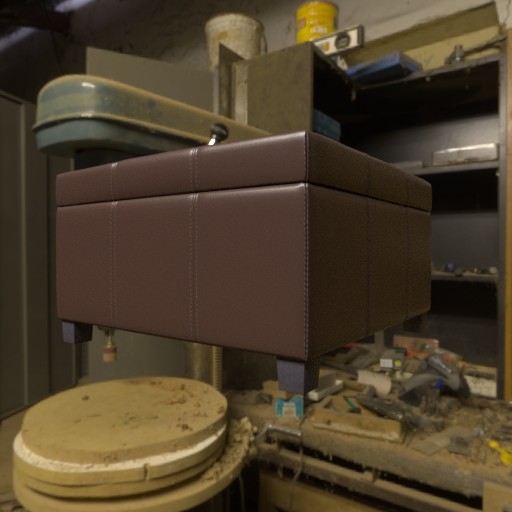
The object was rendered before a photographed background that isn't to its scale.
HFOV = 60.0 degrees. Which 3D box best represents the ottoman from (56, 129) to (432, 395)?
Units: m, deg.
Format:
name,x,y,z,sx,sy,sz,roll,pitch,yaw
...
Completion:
name,x,y,z,sx,sy,sz,roll,pitch,yaw
ottoman,0.000,0.000,1.274,0.787,0.460,0.788,1,1,36
